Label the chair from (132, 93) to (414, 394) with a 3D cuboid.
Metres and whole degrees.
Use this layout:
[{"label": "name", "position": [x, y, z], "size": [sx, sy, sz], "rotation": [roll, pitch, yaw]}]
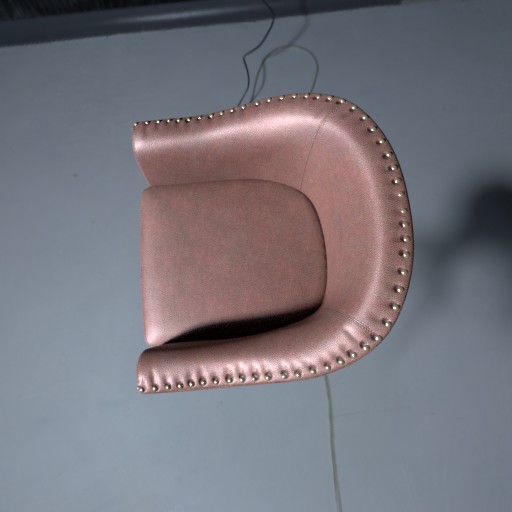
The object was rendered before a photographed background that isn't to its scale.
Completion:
[{"label": "chair", "position": [0.000, 0.000, 1.449], "size": [0.748, 0.823, 0.794], "rotation": [-5, 76, -1]}]
